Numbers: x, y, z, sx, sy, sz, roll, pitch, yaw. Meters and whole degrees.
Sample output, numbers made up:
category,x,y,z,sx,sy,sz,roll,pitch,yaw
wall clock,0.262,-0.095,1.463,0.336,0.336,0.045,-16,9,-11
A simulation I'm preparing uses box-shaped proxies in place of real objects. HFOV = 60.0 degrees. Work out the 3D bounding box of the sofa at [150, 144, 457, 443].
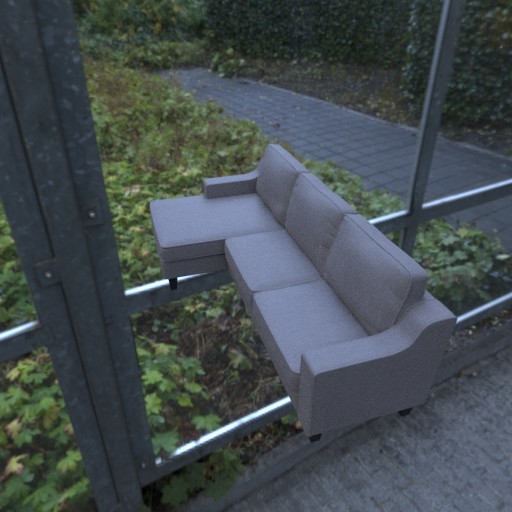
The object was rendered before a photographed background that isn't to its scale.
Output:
category,x,y,z,sx,sy,sz,roll,pitch,yaw
sofa,0.000,0.000,3.193,1.294,0.928,2.561,-9,33,-15
